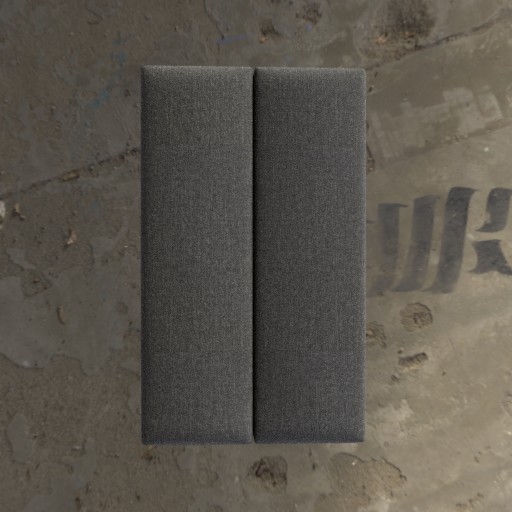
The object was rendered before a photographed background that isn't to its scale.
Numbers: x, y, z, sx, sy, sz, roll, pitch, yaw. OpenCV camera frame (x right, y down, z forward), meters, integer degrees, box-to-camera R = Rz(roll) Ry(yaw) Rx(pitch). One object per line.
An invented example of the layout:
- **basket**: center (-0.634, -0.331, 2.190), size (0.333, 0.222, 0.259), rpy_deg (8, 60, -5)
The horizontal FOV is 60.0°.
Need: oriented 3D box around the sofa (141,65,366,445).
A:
- **sofa**: center (0.000, 0.000, 1.595), size (0.782, 0.417, 1.198), rpy_deg (0, 90, -2)
